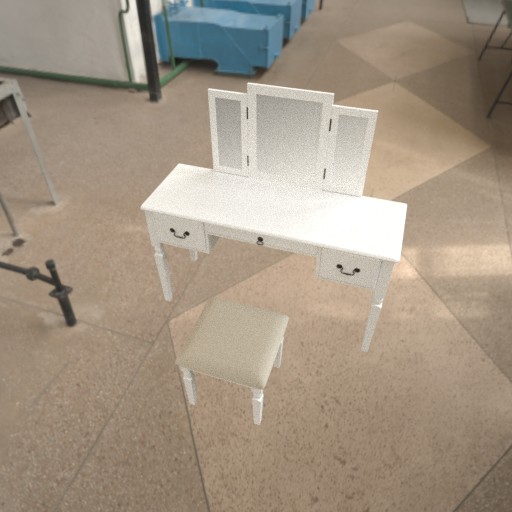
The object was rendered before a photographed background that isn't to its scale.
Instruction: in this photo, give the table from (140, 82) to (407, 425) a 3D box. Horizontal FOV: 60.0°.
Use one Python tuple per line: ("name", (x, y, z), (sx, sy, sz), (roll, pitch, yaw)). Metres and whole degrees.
("table", (0.000, 0.000, 2.245), (1.369, 1.310, 1.115), (12, 43, 13))
